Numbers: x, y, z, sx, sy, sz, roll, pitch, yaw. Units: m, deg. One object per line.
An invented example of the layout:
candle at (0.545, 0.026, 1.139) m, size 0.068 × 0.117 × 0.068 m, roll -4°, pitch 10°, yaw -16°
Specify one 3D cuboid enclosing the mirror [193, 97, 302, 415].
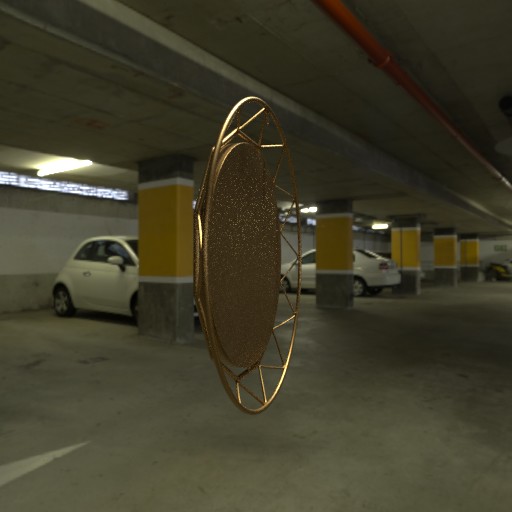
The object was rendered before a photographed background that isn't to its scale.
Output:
mirror at (0.000, 0.000, 0.674) m, size 0.043 × 0.454 × 0.454 m, roll 0°, pitch -1°, yaw 18°
